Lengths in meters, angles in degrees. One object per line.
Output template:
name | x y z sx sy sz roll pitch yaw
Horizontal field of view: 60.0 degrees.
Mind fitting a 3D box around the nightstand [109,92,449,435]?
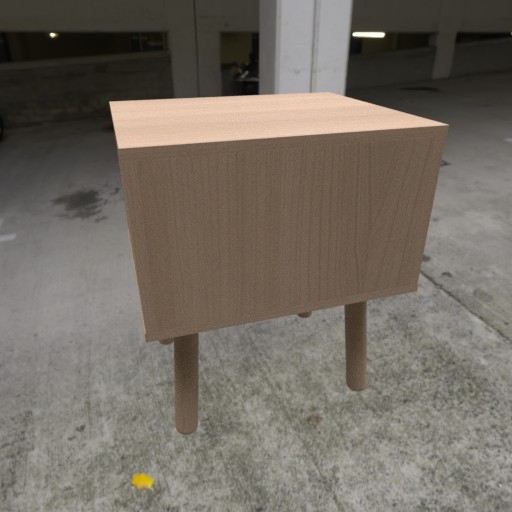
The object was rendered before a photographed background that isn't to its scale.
nightstand | 0.000 0.000 0.845 0.450 0.530 0.380 -8 28 -16
